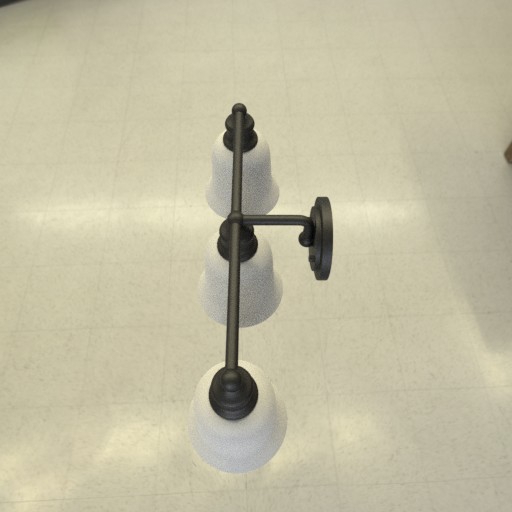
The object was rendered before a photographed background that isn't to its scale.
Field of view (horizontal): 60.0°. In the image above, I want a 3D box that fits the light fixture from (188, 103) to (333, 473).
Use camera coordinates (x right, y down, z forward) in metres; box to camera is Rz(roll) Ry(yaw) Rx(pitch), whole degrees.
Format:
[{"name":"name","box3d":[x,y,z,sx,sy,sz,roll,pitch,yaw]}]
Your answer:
[{"name":"light fixture","box3d":[0.000,0.000,0.666,0.198,0.211,0.570,0,58,0]}]
